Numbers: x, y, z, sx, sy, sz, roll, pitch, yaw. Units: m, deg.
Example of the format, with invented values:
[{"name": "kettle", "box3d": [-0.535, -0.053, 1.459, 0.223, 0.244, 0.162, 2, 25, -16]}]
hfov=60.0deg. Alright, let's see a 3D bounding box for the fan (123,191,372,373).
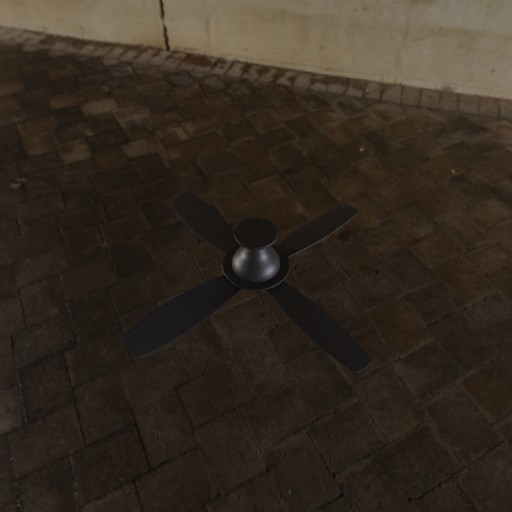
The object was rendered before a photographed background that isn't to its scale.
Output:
[{"name": "fan", "box3d": [0.000, 0.000, 2.547, 1.694, 0.382, 1.694, -32, 55, -26]}]
